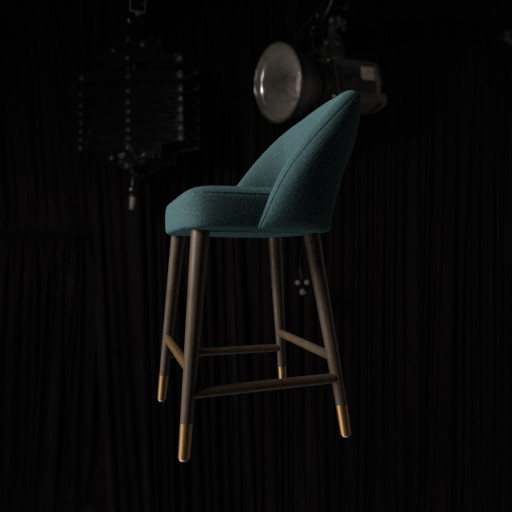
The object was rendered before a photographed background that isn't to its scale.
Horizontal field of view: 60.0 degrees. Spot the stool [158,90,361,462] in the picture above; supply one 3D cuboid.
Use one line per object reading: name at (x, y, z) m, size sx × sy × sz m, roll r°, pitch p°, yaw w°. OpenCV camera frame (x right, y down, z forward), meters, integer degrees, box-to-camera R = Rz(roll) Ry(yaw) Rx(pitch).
stool at (0.000, 0.000, 1.302) m, size 0.522 × 0.939 × 0.536 m, roll 0°, pitch 0°, yaw -19°
